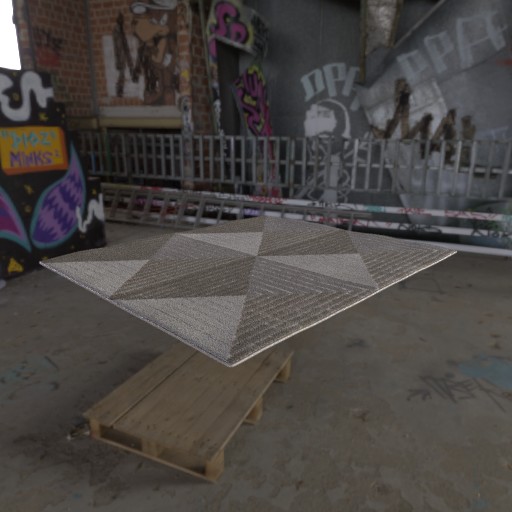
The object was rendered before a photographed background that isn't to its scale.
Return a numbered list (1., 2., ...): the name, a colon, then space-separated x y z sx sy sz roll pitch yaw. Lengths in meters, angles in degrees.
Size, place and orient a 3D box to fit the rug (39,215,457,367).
1. rug: 0.000 0.000 0.883 0.551 0.008 0.642 16 23 42
